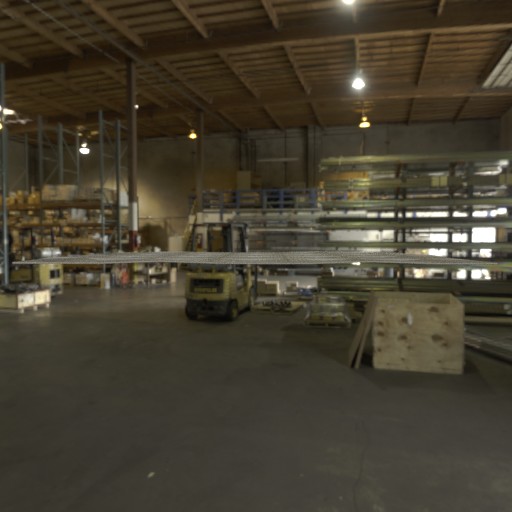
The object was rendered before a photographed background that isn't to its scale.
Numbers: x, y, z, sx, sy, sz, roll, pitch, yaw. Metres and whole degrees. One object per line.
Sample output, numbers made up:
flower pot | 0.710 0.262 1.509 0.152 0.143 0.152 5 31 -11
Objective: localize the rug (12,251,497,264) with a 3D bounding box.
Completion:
rug | 0.000 0.000 4.252 3.333 0.027 2.428 0 2 2
